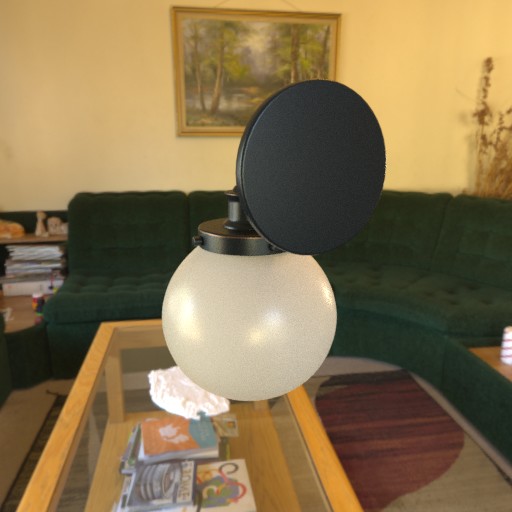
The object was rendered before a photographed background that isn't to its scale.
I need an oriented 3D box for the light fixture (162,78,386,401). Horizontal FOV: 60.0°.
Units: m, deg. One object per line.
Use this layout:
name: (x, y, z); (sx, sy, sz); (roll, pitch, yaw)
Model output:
light fixture: (0.000, 0.000, 0.476); (0.197, 0.332, 0.230); (-7, 16, -25)
